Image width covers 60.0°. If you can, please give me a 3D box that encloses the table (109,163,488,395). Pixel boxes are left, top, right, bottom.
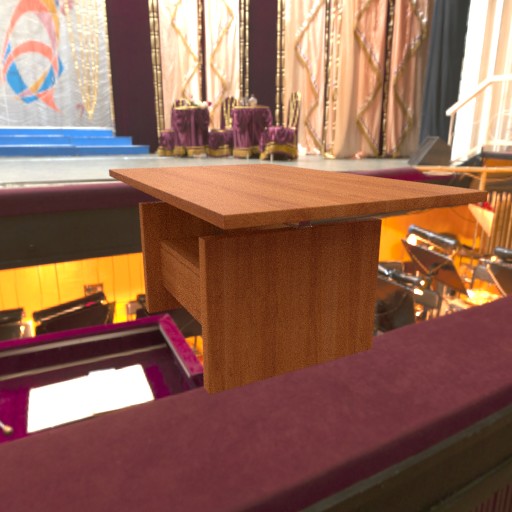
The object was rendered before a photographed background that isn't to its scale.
[{"bbox_3d":[0.000,0.000,1.459,0.700,0.510,1.100,-8,18,-27],"label":"table"}]
